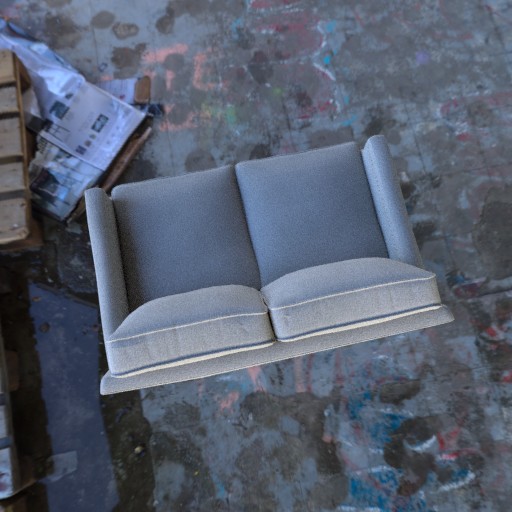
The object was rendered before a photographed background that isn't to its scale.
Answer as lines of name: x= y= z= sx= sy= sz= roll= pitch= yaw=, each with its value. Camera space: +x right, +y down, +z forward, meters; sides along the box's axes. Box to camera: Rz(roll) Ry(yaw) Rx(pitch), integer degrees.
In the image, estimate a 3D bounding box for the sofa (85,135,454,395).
sofa: x=0.000 y=0.000 z=2.293 sx=1.597 sy=1.003 sz=1.084 roll=-11 pitch=76 yaw=-3
